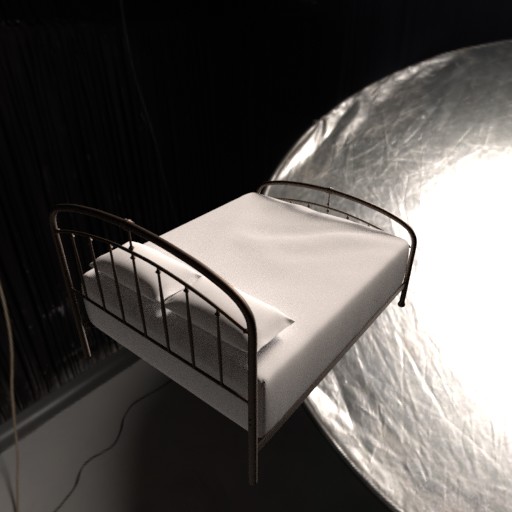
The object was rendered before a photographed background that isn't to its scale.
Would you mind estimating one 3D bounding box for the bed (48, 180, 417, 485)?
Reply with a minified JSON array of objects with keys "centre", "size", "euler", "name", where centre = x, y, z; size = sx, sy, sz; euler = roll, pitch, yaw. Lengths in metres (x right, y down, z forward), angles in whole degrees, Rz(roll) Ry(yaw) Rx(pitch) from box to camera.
[{"centre":[0.000,0.000,3.338],"size":[1.711,1.425,2.180],"euler":[22,37,32],"name":"bed"}]
